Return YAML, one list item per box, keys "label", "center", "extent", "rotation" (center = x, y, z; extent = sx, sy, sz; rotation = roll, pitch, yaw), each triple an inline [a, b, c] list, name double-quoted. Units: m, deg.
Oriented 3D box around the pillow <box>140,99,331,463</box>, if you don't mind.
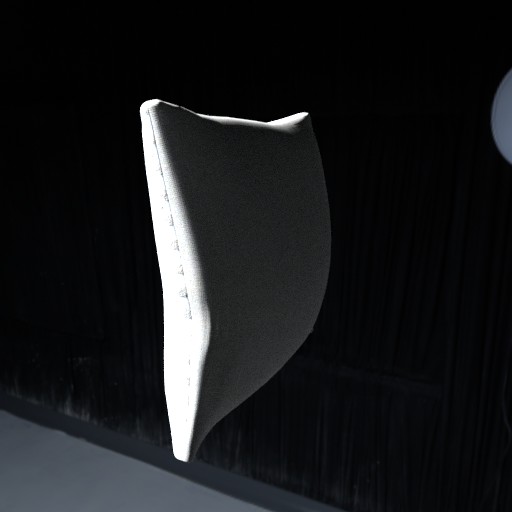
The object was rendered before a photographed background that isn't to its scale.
- label: "pillow"
  center: [0.000, 0.000, 0.775]
  extent: [0.219, 0.491, 0.496]
  rotation: [8, 18, 26]
